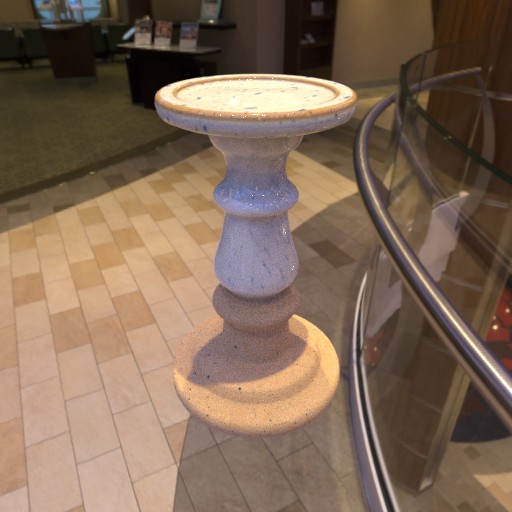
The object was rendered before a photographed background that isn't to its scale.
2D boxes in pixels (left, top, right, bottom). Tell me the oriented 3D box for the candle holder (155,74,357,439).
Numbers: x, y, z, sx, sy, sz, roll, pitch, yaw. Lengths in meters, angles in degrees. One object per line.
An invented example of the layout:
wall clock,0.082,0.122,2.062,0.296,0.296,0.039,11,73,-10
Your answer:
candle holder,0.000,0.000,0.282,0.123,0.202,0.123,0,31,0
